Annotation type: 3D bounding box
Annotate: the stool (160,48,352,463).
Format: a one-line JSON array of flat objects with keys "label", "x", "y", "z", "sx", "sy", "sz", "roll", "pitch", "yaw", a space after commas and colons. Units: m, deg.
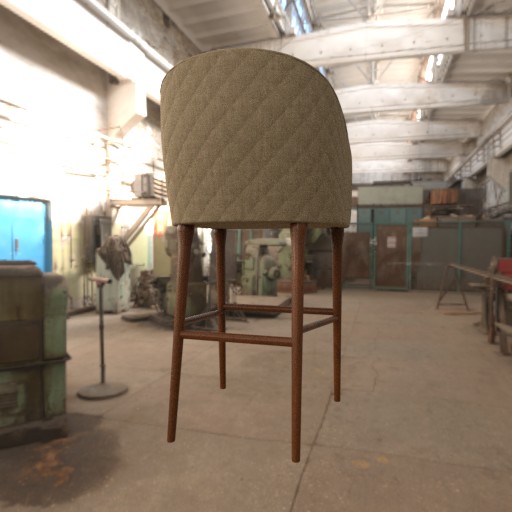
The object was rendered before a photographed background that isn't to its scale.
[{"label": "stool", "x": 0.000, "y": 0.000, "z": 1.436, "sx": 0.559, "sy": 1.078, "sz": 0.607, "roll": 1, "pitch": 2, "yaw": 18}]
